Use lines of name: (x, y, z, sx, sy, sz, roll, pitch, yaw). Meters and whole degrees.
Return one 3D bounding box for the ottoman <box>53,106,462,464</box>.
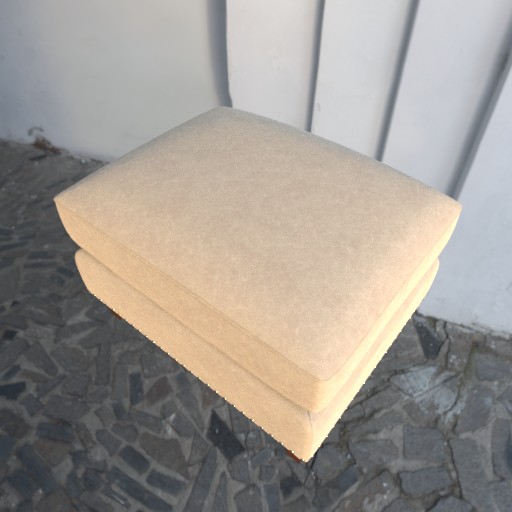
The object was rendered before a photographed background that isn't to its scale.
ottoman: (0.000, 0.000, 1.111, 0.741, 0.513, 0.584, 30, 53, 26)
